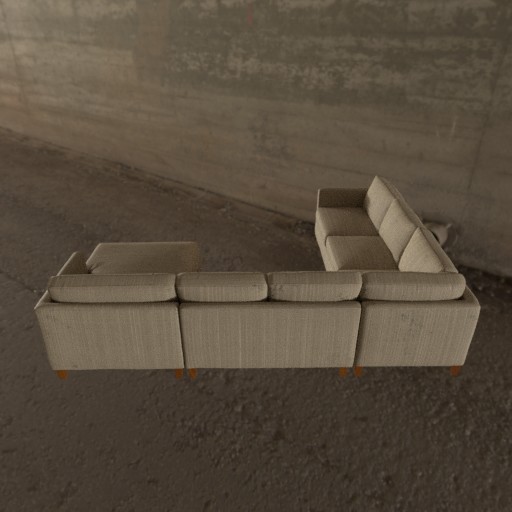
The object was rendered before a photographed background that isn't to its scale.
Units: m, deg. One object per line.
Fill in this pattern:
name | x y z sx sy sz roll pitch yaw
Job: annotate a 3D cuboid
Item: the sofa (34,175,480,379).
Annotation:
sofa | 0.000 0.000 4.598 3.460 0.961 2.594 0 29 -1
